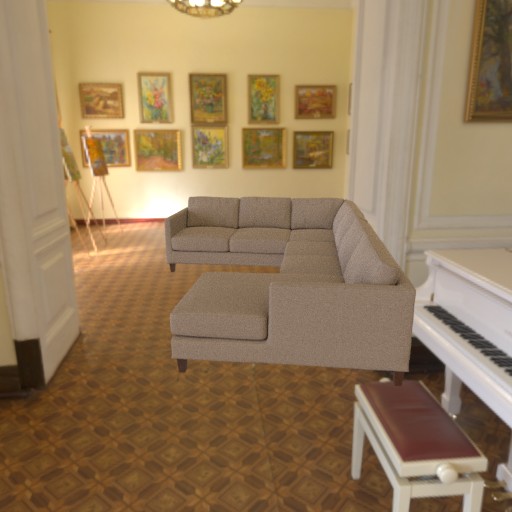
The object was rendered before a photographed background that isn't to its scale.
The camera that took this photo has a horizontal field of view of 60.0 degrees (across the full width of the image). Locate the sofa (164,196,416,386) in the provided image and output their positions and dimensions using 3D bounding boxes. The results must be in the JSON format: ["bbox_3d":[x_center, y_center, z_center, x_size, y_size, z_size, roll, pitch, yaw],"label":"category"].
[{"bbox_3d":[0.000,0.000,4.580,2.424,0.865,3.438,2,14,7],"label":"sofa"}]
